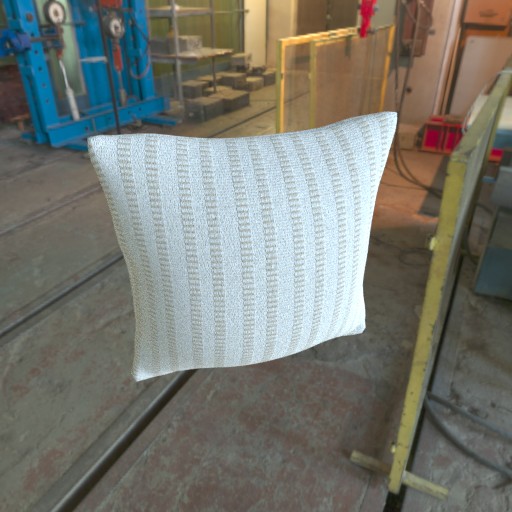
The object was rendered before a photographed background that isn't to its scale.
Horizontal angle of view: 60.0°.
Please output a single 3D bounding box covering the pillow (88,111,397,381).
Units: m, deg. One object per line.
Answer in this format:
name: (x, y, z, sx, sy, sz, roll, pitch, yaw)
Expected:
pillow: (0.000, 0.000, 0.700, 0.438, 0.419, 0.247, -9, 32, -15)
